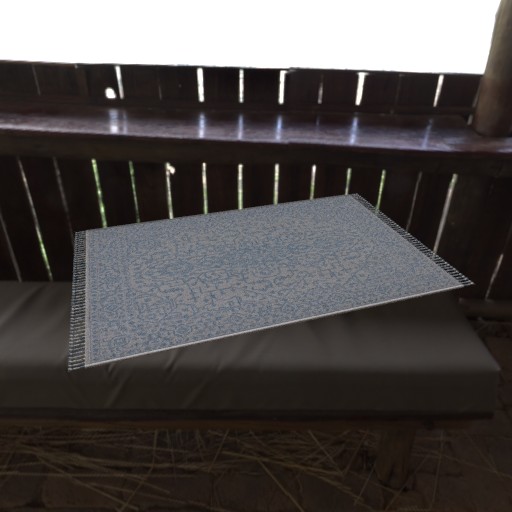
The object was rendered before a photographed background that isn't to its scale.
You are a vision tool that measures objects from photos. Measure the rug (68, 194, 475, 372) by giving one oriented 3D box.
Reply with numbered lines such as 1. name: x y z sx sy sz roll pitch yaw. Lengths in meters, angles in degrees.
1. rug: 0.000 0.000 3.121 2.438 0.010 1.524 -10 33 -15
